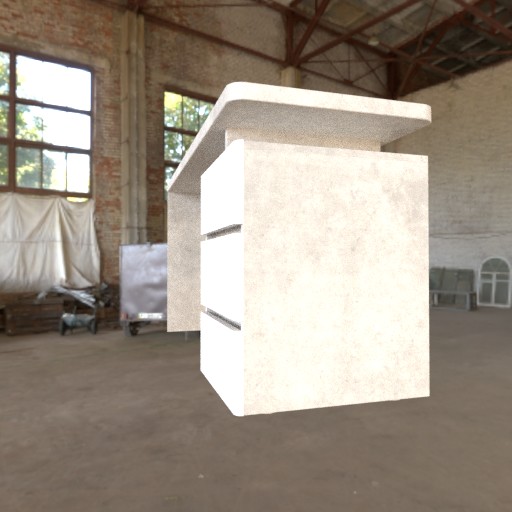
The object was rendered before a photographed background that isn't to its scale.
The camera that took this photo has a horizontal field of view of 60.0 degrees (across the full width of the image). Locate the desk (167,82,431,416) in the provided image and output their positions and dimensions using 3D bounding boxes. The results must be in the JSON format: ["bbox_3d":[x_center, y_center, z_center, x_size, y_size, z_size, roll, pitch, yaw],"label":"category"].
[{"bbox_3d":[0.000,0.000,1.718,0.550,0.755,1.400,0,-1,-17],"label":"desk"}]
